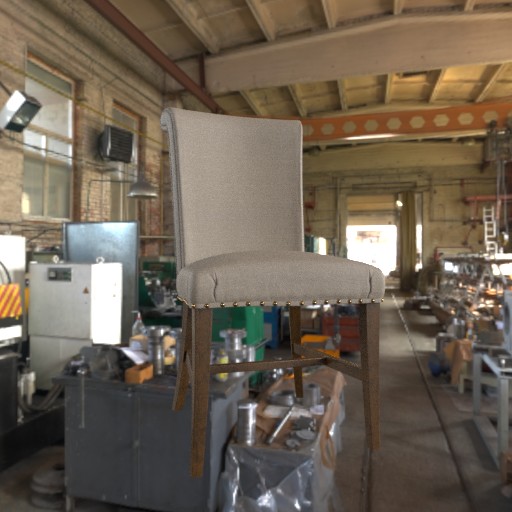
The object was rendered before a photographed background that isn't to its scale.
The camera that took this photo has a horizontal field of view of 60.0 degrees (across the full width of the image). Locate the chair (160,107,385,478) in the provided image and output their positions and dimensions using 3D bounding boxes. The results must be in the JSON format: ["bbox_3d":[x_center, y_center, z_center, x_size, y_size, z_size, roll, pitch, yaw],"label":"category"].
[{"bbox_3d":[0.000,0.000,1.324,0.513,0.988,0.608,0,0,-18],"label":"chair"}]
